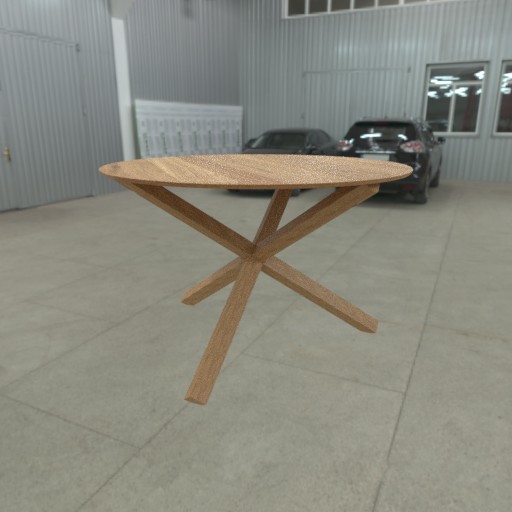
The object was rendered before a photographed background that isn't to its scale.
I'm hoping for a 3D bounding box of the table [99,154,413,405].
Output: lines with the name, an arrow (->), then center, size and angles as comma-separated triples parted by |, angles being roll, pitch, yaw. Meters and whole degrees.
table -> 0.000, 0.000, 1.640 | 1.038, 0.666, 1.038 | 0, 17, 0
